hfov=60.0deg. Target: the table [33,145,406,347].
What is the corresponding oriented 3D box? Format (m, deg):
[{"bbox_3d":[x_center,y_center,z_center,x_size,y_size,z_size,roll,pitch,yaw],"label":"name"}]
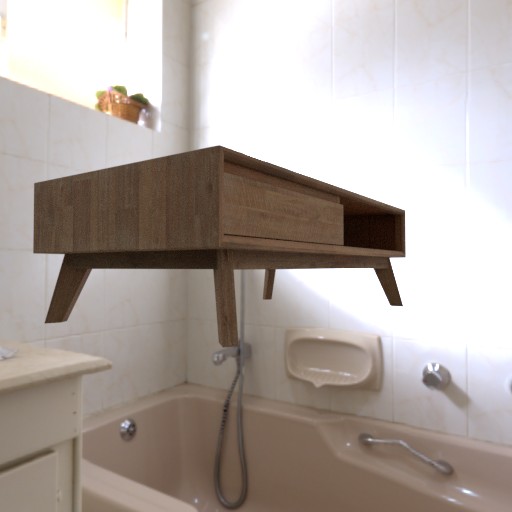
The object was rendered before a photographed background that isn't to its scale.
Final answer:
[{"bbox_3d":[0.000,0.000,2.065,0.918,0.531,1.619,-1,-2,35],"label":"table"}]
